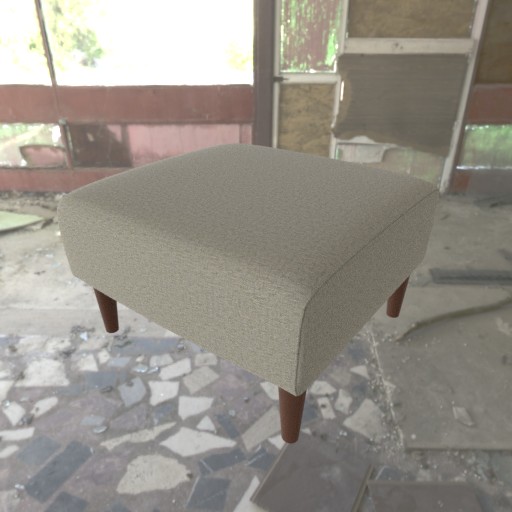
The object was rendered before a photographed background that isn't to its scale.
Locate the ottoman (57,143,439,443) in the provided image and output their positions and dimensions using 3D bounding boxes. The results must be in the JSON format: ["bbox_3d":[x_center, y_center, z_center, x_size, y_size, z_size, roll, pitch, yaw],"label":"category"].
[{"bbox_3d":[0.000,0.000,1.087,0.655,0.399,0.648,20,34,32],"label":"ottoman"}]
